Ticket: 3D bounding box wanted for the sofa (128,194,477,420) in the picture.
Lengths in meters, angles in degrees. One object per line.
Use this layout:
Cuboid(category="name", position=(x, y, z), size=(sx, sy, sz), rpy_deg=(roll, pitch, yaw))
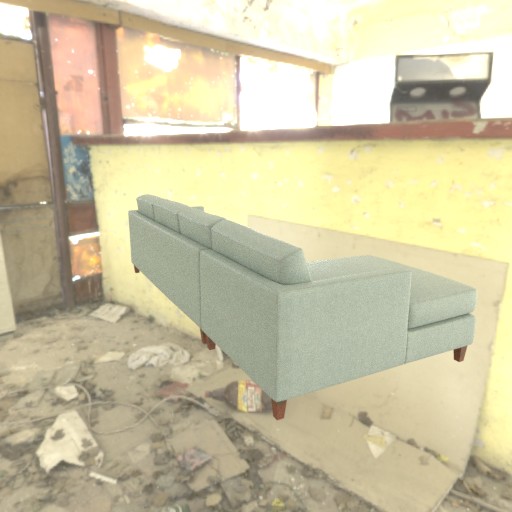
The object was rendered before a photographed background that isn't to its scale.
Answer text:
Cuboid(category="sofa", position=(0.000, 0.000, 4.089), size=(1.600, 0.953, 3.470), rpy_deg=(-7, 15, -27))
